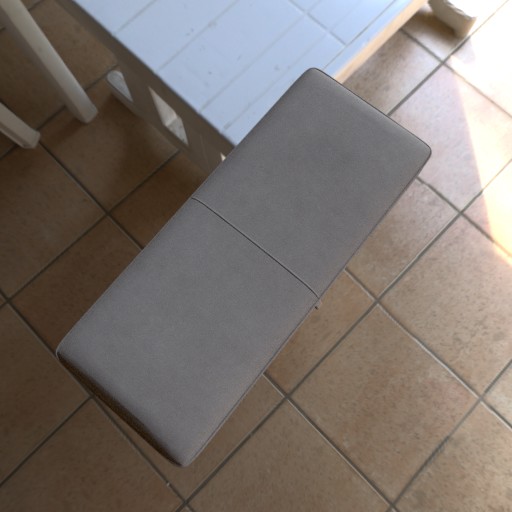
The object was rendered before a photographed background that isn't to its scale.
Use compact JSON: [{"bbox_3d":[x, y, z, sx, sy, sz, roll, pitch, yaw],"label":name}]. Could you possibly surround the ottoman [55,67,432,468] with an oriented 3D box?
[{"bbox_3d":[0.000,0.000,2.023,0.735,0.460,1.726,38,79,9],"label":"ottoman"}]
